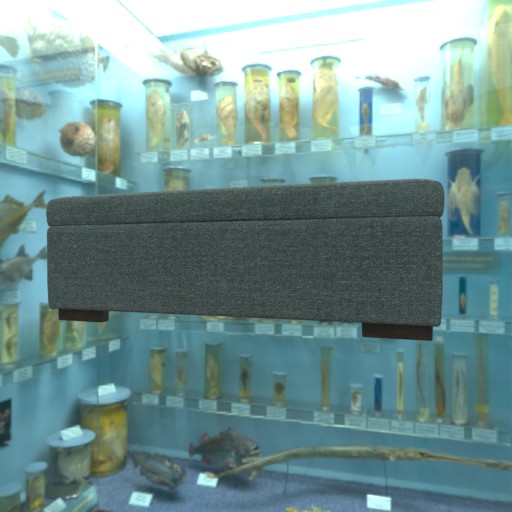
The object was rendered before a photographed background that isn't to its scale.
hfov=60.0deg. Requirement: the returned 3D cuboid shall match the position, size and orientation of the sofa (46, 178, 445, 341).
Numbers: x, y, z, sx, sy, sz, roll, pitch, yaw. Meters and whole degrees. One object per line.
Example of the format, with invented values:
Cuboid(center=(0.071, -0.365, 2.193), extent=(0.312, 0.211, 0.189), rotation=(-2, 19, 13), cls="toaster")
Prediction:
Cuboid(center=(0.000, 0.000, 1.621), extent=(1.198, 0.417, 0.782), rotation=(0, 0, 18), cls="sofa")
